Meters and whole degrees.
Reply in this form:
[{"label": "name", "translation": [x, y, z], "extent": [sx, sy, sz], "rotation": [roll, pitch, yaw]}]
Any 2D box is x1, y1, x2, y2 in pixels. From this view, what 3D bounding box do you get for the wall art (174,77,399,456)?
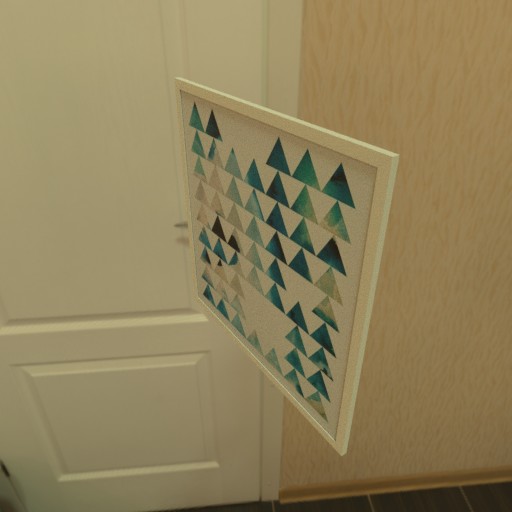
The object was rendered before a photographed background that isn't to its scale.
[{"label": "wall art", "translation": [0.000, 0.000, 0.844], "extent": [0.012, 0.557, 0.557], "rotation": [-20, 38, -29]}]
